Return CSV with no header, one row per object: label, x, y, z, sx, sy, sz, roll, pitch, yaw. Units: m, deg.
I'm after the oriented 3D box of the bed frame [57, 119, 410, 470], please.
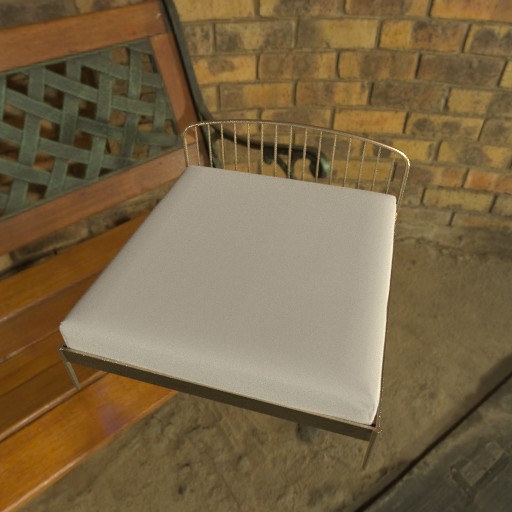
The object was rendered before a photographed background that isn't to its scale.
bed frame,0.000,0.000,3.291,2.016,1.174,2.152,11,42,12
